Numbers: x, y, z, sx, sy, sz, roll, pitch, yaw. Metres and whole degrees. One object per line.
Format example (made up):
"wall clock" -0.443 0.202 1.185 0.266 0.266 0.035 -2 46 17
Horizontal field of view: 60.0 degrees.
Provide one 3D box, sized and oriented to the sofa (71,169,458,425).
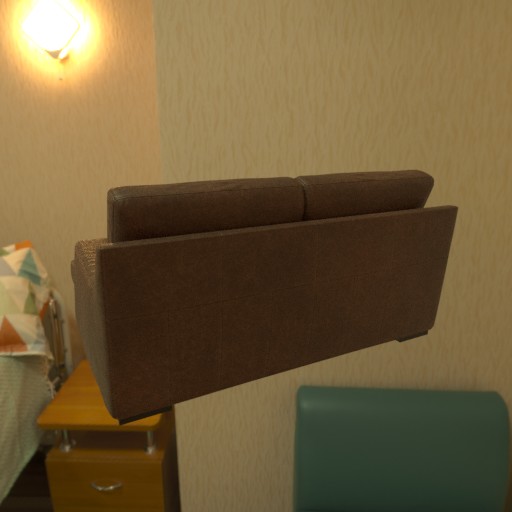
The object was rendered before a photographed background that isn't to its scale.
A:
"sofa" 0.000 0.000 2.447 1.880 0.939 1.143 -8 18 -27
